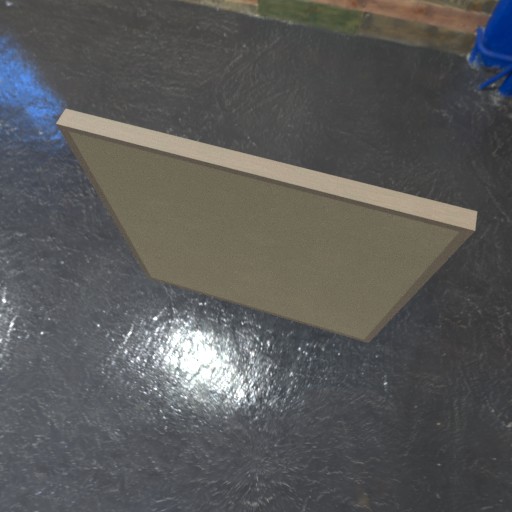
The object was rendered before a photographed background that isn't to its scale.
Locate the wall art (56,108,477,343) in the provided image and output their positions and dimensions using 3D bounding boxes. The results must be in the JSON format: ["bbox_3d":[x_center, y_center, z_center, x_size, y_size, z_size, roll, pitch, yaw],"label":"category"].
[{"bbox_3d":[0.000,0.000,1.124,0.761,0.758,0.038,16,66,7],"label":"wall art"}]
